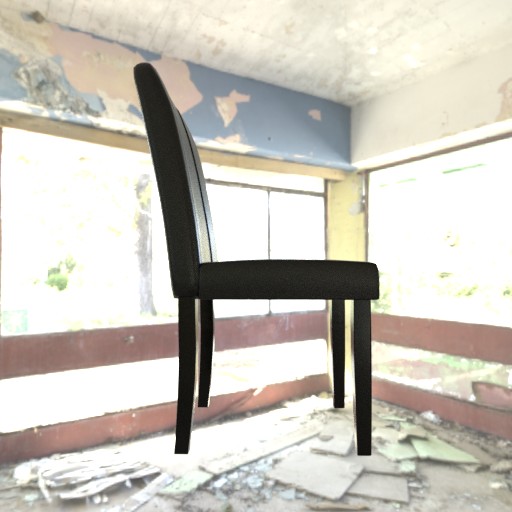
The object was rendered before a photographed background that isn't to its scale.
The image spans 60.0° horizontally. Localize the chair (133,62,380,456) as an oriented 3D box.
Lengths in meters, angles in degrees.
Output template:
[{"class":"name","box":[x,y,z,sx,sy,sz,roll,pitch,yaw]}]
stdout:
[{"class":"chair","box":[0.000,0.000,1.179,0.556,0.897,0.399,0,-2,1]}]
